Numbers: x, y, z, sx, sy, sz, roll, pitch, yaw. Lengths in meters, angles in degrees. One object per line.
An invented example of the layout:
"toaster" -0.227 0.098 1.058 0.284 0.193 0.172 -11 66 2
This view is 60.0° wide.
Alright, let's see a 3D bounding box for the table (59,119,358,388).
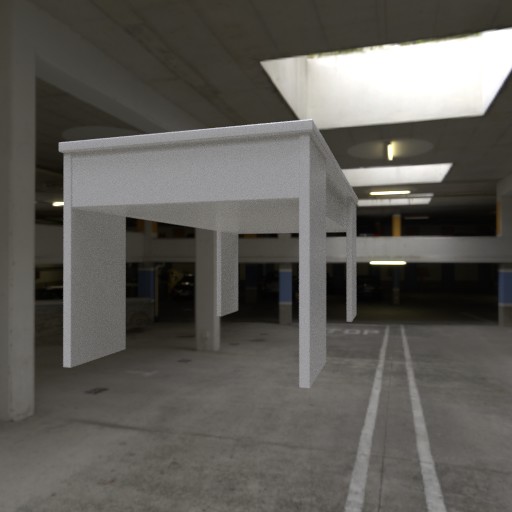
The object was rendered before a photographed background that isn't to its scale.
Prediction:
"table" 0.000 0.000 1.269 0.500 0.440 1.000 0 0 17
